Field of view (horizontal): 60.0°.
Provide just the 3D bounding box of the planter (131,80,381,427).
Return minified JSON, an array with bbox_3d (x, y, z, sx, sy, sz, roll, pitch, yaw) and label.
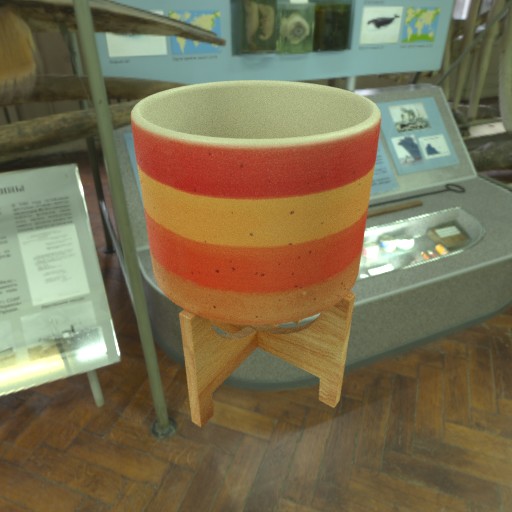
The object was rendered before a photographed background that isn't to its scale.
[{"bbox_3d":[0.000,0.000,0.566,0.269,0.379,0.269,0,32,0],"label":"planter"}]
